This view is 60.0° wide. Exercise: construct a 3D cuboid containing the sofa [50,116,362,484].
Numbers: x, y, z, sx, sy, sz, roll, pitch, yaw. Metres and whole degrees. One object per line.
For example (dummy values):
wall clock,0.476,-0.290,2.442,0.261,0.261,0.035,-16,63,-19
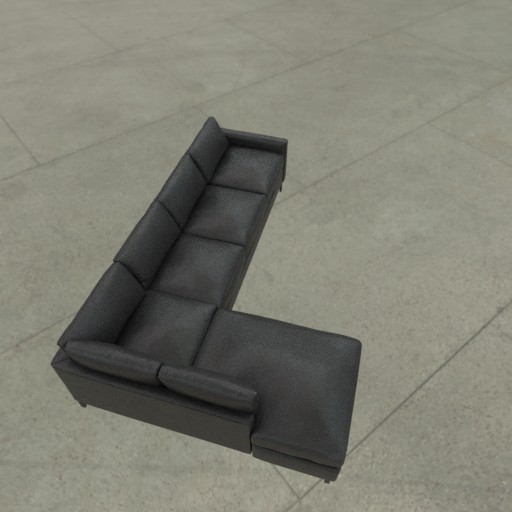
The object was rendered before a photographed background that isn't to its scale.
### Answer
sofa,0.000,0.000,3.752,1.938,0.877,2.984,12,49,11
